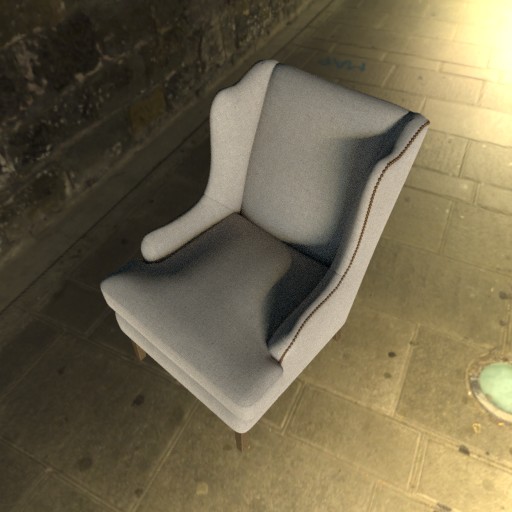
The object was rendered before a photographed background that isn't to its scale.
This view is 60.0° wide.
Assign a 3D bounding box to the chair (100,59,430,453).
[{"bbox_3d":[0.000,0.000,1.655,0.737,1.029,0.940,32,55,26],"label":"chair"}]
